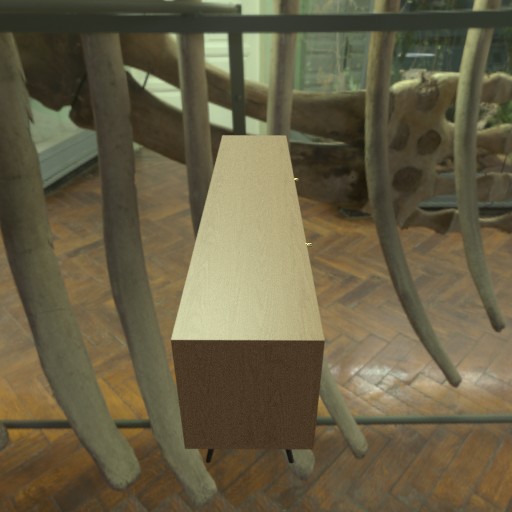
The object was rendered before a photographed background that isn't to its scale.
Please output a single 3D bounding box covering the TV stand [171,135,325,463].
[{"bbox_3d":[0.000,0.000,1.968,0.400,0.580,1.760,0,31,0],"label":"TV stand"}]
